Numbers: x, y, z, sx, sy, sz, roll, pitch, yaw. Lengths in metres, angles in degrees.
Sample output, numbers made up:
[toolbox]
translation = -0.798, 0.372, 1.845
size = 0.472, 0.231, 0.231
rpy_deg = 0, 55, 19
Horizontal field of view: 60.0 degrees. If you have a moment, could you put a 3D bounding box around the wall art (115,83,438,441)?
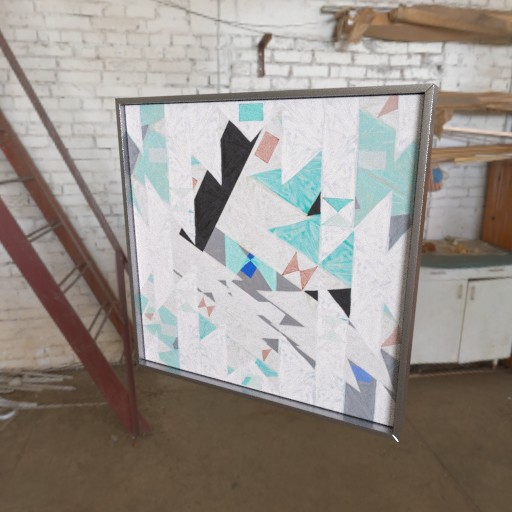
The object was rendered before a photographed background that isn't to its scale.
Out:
[wall art]
translation = 0.000, 0.000, 0.506
size = 0.350, 0.350, 0.038
rpy_deg = 7, 17, 25
